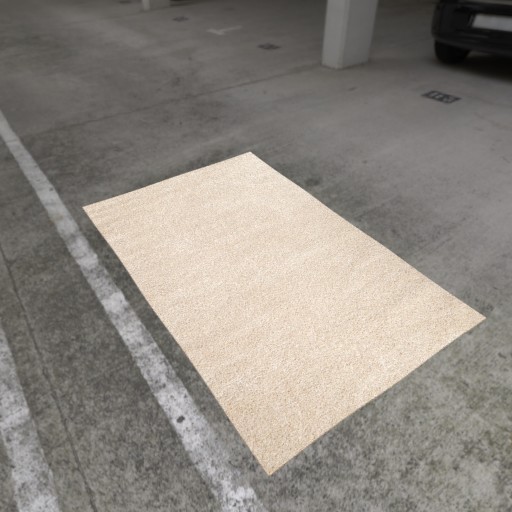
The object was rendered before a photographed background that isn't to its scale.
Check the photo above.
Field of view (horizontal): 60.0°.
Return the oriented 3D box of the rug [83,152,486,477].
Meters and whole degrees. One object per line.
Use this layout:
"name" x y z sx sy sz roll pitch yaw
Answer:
"rug" 0.000 0.000 2.883 1.500 0.025 2.346 -25 47 -25
